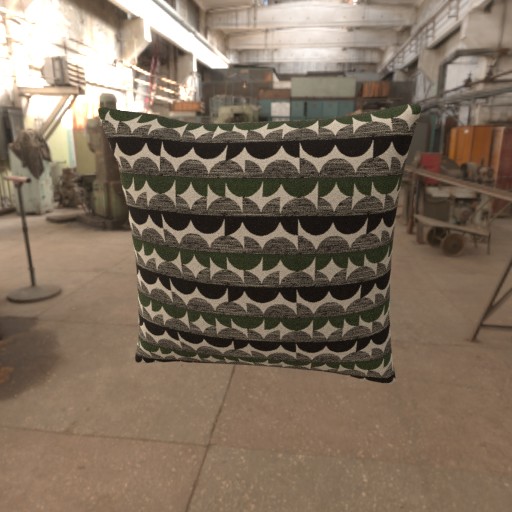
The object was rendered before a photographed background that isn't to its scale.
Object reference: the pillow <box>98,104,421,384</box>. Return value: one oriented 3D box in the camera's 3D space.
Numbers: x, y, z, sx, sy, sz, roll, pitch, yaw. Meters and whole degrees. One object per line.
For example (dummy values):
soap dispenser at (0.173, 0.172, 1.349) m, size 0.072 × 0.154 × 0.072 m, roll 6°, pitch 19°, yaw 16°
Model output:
pillow at (0.000, 0.000, 0.630) m, size 0.419 × 0.404 × 0.180 m, roll 3°, pitch 15°, yaw 9°
